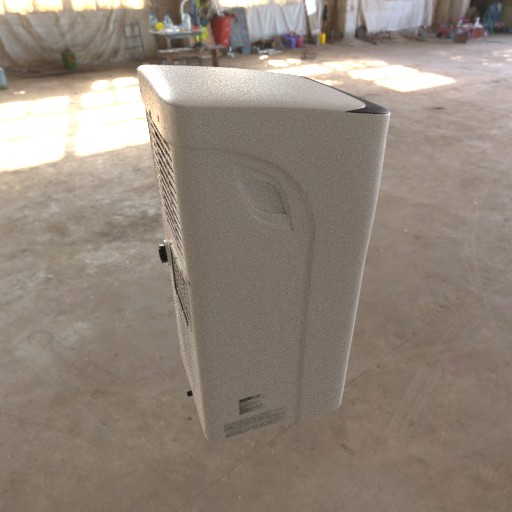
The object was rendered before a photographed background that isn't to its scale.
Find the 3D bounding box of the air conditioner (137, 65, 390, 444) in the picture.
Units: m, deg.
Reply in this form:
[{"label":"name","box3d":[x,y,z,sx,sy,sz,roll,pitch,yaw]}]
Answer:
[{"label":"air conditioner","box3d":[0.000,0.000,0.909,0.369,0.716,0.352,-10,33,-16]}]
